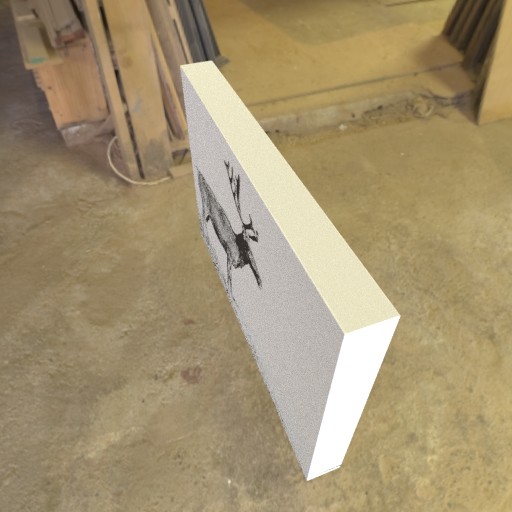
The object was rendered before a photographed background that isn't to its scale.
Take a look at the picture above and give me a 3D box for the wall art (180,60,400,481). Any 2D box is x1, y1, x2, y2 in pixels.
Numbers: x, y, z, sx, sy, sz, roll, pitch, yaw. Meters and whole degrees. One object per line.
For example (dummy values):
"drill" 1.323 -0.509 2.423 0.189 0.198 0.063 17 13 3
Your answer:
"wall art" 0.000 0.000 0.472 0.038 0.259 0.381 -15 48 -14
